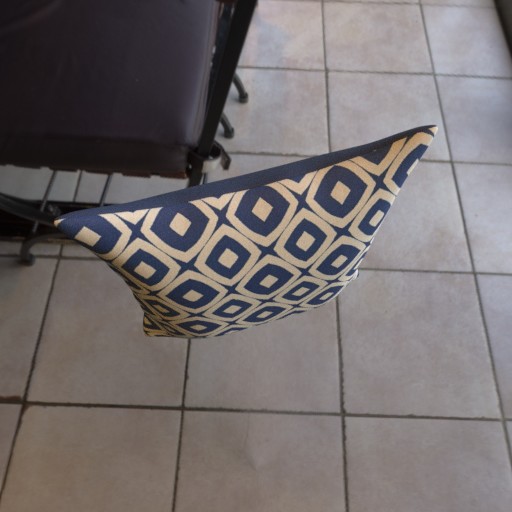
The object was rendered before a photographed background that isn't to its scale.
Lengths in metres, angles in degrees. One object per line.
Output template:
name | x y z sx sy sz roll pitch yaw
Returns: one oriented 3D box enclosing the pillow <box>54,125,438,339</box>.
pillow | 0.000 0.000 0.777 0.504 0.494 0.188 -15 65 -7
